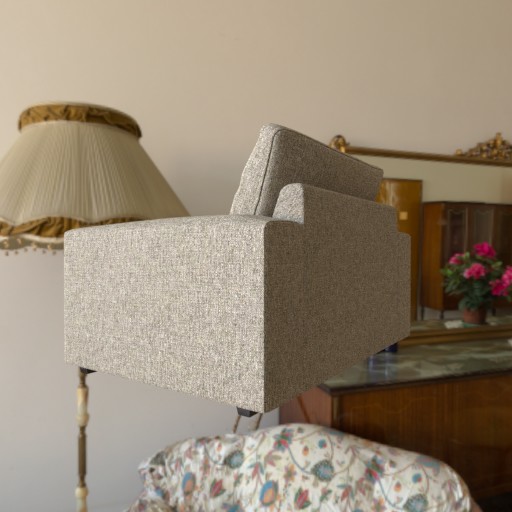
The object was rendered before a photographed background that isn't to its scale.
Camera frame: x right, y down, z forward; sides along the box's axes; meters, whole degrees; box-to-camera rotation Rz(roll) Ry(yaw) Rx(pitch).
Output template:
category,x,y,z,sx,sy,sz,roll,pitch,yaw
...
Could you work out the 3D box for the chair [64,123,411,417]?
category,x,y,z,sx,sy,sz,roll,pitch,yaw
chair,0.000,0.000,2.080,1.039,0.915,1.398,1,1,35
